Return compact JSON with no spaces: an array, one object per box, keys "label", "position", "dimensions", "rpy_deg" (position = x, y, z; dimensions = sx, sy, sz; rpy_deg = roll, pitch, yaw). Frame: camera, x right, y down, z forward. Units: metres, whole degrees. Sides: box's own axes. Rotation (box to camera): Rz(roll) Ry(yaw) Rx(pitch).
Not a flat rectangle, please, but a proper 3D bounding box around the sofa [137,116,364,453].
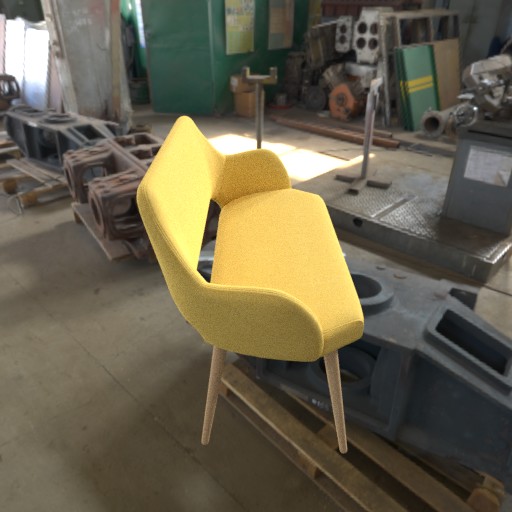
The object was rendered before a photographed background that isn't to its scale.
[{"label":"sofa","position":[0.000,0.000,1.625],"dimensions":[0.610,0.840,1.150],"rpy_deg":[0,31,-1]}]
